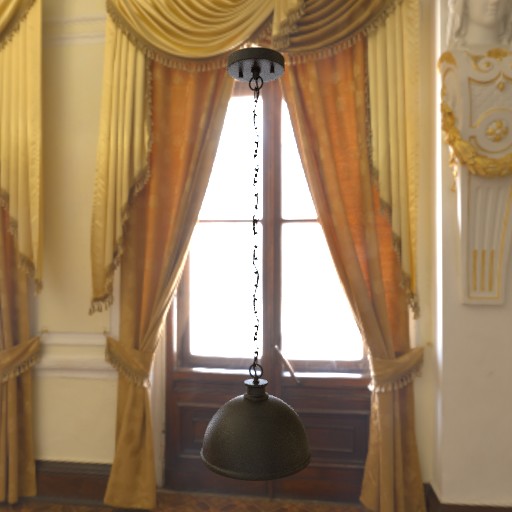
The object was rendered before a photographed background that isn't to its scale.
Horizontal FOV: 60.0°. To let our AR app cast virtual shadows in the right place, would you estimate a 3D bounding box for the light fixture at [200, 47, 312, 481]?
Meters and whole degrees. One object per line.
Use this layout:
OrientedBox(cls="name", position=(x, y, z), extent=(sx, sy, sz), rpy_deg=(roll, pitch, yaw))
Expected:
OrientedBox(cls="light fixture", position=(0.000, 0.000, 1.229), extent=(0.304, 1.090, 0.304), rpy_deg=(0, -1, 20))
